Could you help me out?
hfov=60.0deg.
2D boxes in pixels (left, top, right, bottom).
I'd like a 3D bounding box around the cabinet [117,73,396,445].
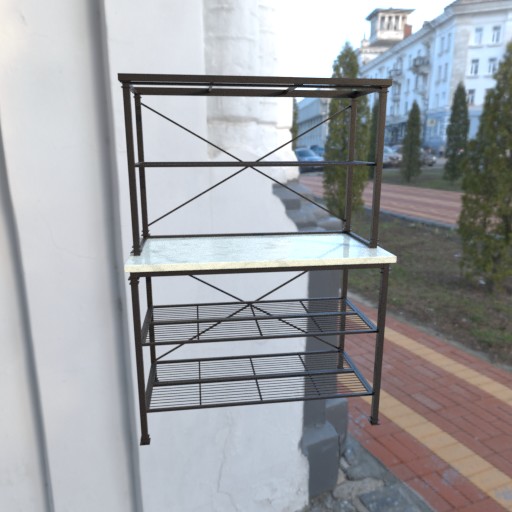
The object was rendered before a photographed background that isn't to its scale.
[{"bbox_3d":[0.000,0.000,2.241,1.210,1.659,0.610,-2,14,-8],"label":"cabinet"}]
